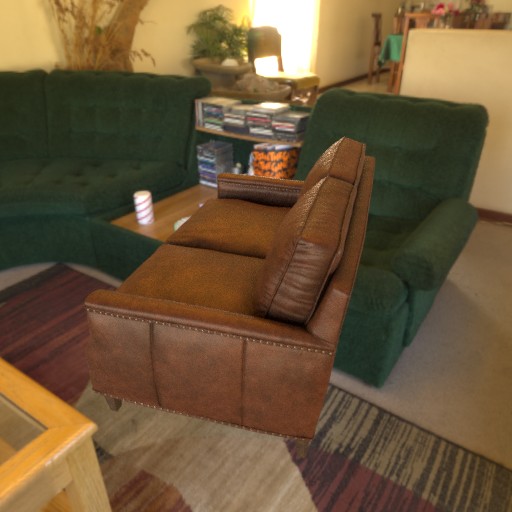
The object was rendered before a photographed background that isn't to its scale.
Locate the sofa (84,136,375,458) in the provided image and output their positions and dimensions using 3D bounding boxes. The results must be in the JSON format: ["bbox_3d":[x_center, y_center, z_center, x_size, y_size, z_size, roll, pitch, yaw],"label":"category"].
[{"bbox_3d":[0.000,0.000,2.326,1.083,1.003,1.628,8,31,14],"label":"sofa"}]
